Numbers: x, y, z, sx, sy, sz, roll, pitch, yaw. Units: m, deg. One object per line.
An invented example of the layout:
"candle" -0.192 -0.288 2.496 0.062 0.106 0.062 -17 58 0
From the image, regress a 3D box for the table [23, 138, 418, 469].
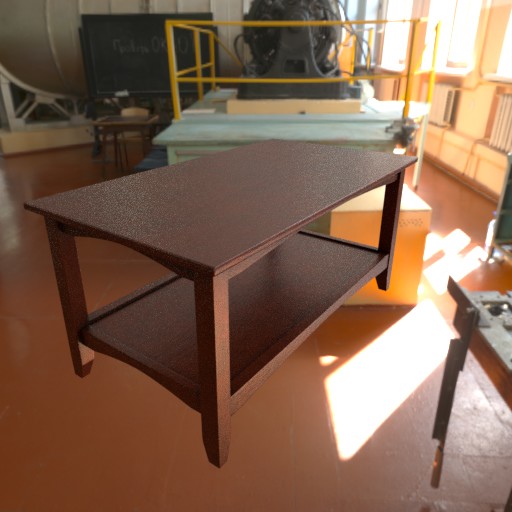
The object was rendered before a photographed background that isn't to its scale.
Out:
"table" 0.000 0.000 1.234 0.533 0.456 0.943 17 30 32
